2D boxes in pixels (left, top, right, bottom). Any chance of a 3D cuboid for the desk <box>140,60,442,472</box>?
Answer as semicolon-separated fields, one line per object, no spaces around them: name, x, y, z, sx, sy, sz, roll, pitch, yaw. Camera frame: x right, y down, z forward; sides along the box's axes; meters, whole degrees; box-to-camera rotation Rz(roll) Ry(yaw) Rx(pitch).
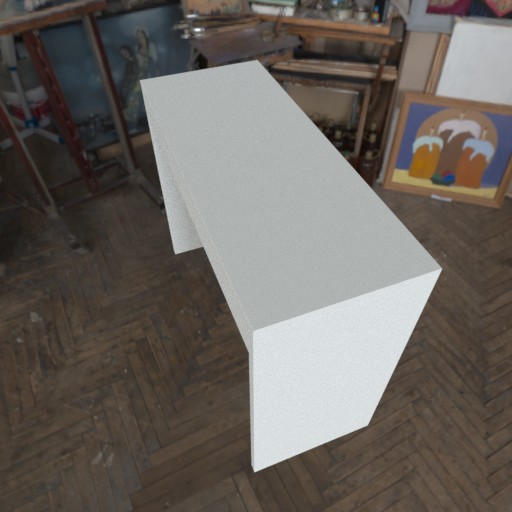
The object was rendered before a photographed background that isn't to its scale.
desk;0.000;0.000;1.431;0.400;0.790;1.000;-16;50;-14
